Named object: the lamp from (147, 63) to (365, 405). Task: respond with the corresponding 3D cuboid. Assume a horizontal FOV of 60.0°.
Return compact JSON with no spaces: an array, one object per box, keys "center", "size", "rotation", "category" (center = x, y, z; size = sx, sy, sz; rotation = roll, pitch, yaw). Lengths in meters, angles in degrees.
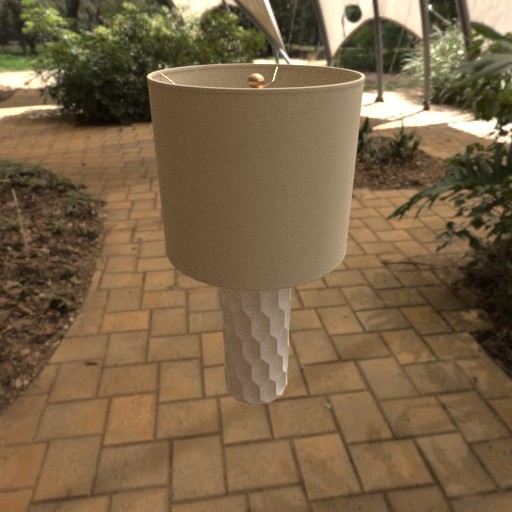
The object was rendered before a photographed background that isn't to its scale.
[{"center":[0.000,0.000,0.701],"size":[0.277,0.537,0.277],"rotation":[-20,34,-32],"category":"lamp"}]
